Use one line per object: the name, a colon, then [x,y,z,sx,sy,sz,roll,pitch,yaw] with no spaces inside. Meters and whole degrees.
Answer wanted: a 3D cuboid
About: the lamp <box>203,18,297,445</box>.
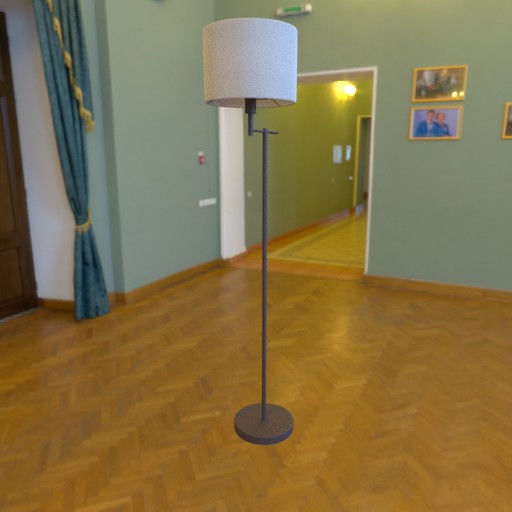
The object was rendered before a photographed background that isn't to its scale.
lamp: [0.000,0.000,1.742,0.324,1.600,0.416,6,14,25]
